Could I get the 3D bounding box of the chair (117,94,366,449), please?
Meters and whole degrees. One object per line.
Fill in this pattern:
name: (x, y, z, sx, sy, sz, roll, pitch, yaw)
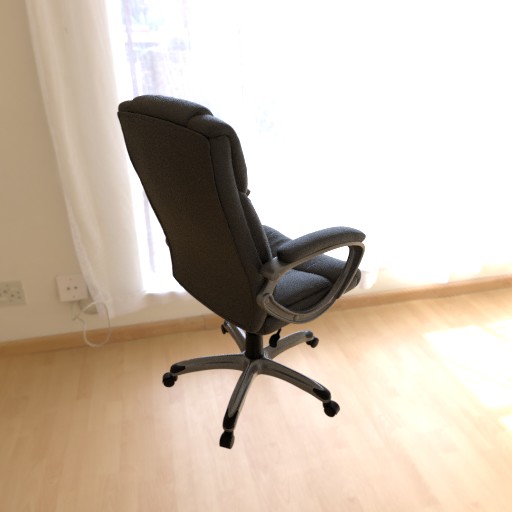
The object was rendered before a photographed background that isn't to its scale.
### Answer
chair: (0.000, 0.000, 1.595, 0.719, 1.130, 0.721, -20, 32, -34)
